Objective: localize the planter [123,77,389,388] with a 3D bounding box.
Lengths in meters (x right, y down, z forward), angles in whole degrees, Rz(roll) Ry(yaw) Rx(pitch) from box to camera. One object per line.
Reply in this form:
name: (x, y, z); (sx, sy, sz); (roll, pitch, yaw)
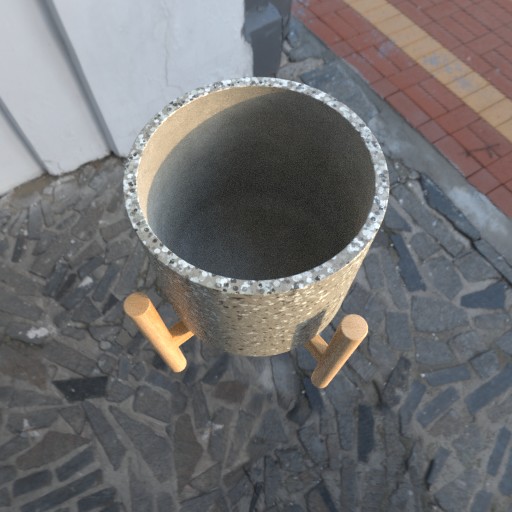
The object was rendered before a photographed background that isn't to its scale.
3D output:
planter: (0.000, 0.000, 0.516); (0.284, 0.320, 0.284); (-15, 65, -7)
